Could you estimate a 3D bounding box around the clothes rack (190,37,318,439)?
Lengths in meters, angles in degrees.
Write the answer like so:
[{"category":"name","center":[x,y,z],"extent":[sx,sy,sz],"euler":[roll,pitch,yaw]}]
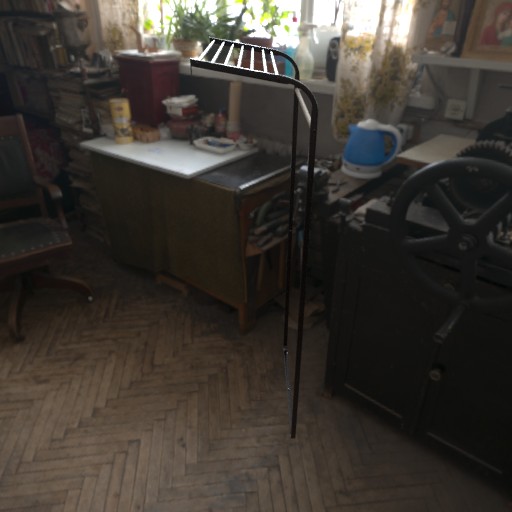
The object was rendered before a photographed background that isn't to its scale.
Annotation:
[{"category":"clothes rack","center":[0.000,0.000,1.828],"extent":[0.349,1.574,0.609],"euler":[0,31,0]}]
